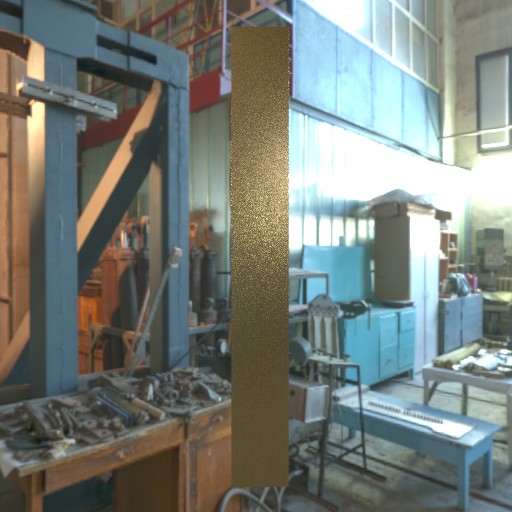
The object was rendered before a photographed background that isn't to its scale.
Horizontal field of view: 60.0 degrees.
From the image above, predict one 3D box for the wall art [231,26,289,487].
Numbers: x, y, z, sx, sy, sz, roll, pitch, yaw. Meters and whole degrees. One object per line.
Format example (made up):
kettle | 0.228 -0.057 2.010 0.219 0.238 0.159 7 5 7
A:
wall art | 0.000 0.000 0.445 0.038 0.304 0.304 0 0 -1
